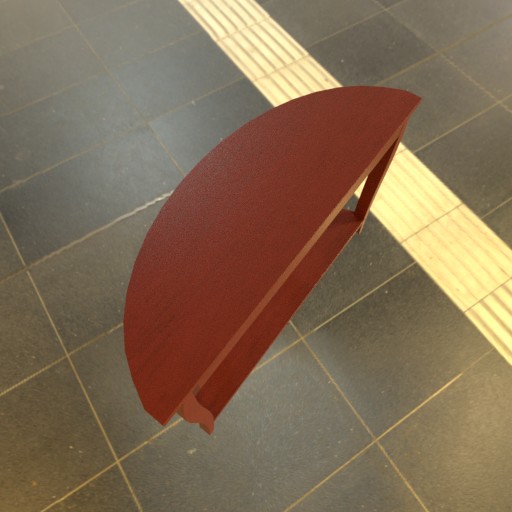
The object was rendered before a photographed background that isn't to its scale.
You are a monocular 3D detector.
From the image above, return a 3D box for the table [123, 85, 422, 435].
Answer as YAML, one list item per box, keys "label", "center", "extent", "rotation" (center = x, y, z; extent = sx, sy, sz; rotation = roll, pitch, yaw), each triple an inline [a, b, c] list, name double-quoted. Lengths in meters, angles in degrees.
- label: "table"
  center: [0.000, 0.000, 1.590]
  extent: [0.405, 0.779, 1.219]
  rotation: [34, 68, 15]
